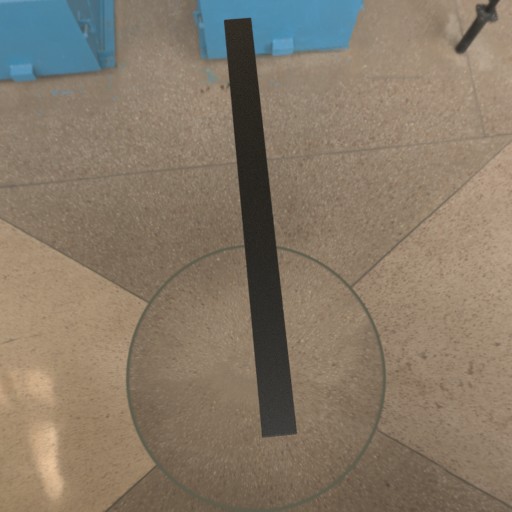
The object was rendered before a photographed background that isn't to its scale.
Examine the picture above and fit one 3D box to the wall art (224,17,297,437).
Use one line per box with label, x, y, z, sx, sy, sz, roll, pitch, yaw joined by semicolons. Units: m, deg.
wall art;0.000;0.000;0.757;0.036;0.508;0.508;-5;76;-1
